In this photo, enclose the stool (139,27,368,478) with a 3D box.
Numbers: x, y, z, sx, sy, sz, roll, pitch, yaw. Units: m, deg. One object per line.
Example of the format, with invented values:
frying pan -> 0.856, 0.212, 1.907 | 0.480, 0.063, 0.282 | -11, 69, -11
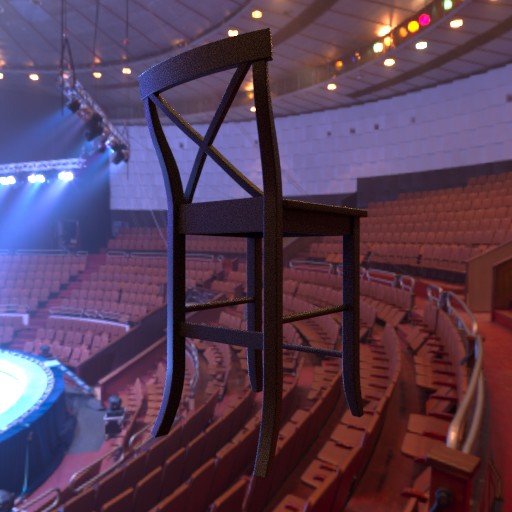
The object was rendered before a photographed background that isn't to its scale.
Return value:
stool -> 0.000, 0.000, 1.279 | 0.452, 0.989, 0.559 | 0, 1, 38
